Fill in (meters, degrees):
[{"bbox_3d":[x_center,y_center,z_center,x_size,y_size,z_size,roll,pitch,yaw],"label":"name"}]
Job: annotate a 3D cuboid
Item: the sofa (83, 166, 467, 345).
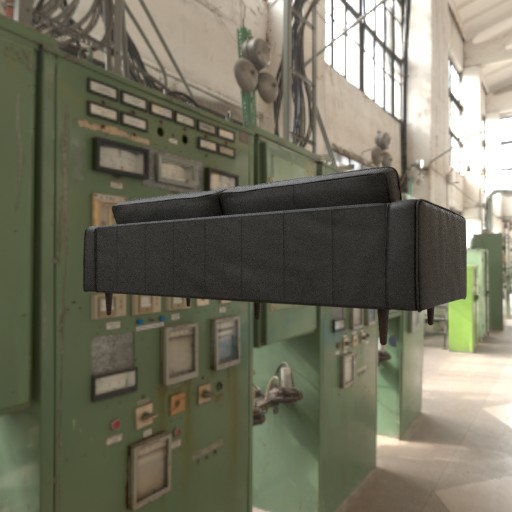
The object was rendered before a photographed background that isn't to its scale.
[{"bbox_3d":[0.000,0.000,2.659,2.210,0.762,0.914,-1,-1,36],"label":"sofa"}]
